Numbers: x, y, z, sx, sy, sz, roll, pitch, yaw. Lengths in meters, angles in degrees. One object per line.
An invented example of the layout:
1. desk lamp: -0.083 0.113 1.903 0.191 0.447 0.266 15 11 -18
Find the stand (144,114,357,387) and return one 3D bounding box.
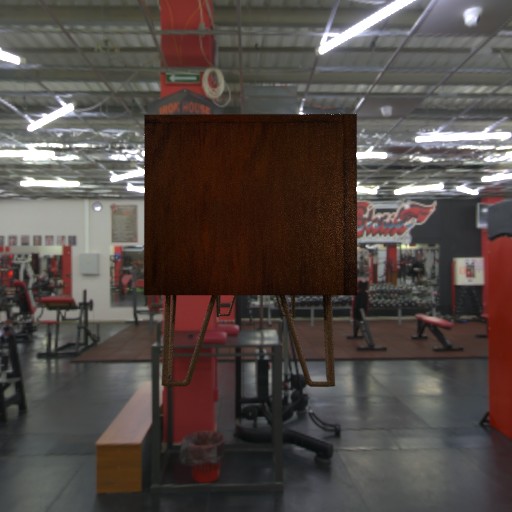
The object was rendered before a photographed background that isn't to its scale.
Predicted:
1. stand: 0.000 0.000 1.659 0.481 0.610 1.372 0 -1 1
